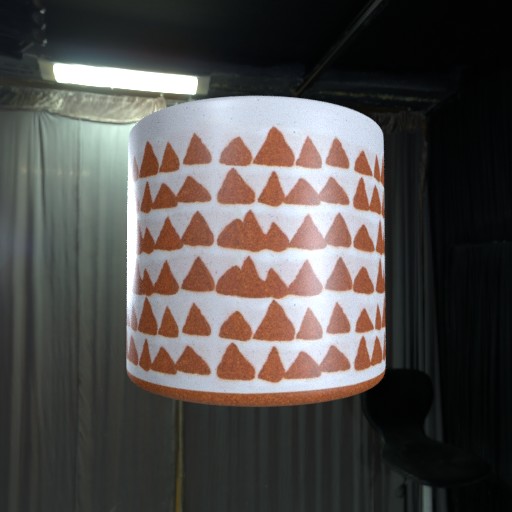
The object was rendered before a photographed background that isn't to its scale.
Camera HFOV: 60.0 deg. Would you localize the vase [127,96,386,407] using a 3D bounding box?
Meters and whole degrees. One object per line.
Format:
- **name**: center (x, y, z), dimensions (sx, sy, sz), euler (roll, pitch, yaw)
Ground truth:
- **vase**: center (0.000, 0.000, 0.246), dimensions (0.137, 0.127, 0.137), euler (0, -2, 0)
